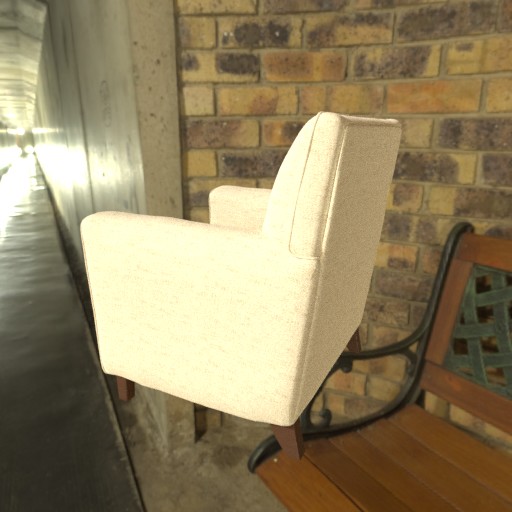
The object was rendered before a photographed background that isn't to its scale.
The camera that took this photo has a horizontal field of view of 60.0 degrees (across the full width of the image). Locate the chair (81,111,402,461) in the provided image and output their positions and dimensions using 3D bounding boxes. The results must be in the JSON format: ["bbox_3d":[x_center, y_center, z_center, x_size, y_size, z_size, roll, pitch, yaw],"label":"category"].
[{"bbox_3d":[0.000,0.000,1.578,0.823,0.943,0.870,8,18,25],"label":"chair"}]
